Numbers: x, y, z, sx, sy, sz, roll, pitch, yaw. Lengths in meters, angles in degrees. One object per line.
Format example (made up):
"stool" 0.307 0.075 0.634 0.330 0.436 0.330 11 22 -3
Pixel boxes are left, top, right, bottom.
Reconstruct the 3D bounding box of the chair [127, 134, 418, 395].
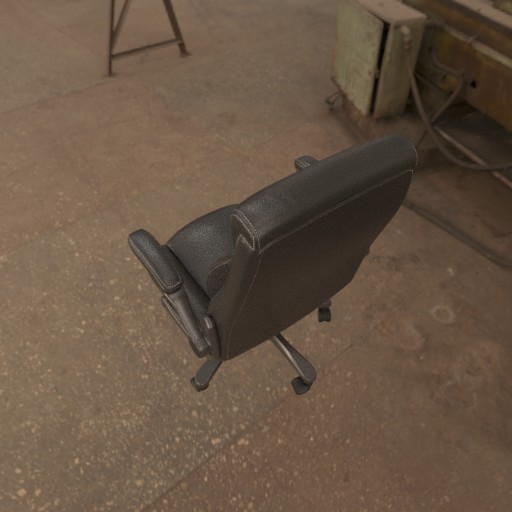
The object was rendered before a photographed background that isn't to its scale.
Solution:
"chair" 0.000 0.000 1.597 0.782 1.110 0.724 -28 53 -24
